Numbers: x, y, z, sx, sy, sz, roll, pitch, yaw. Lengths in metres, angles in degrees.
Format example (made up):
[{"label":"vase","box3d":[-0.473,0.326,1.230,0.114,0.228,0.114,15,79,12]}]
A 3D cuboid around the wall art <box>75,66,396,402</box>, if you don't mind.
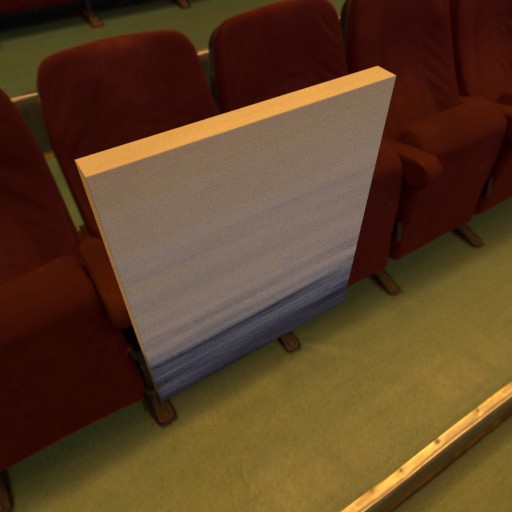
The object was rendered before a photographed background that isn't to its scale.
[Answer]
[{"label":"wall art","box3d":[0.000,0.000,0.728,0.435,0.511,0.037,-25,51,-22]}]
